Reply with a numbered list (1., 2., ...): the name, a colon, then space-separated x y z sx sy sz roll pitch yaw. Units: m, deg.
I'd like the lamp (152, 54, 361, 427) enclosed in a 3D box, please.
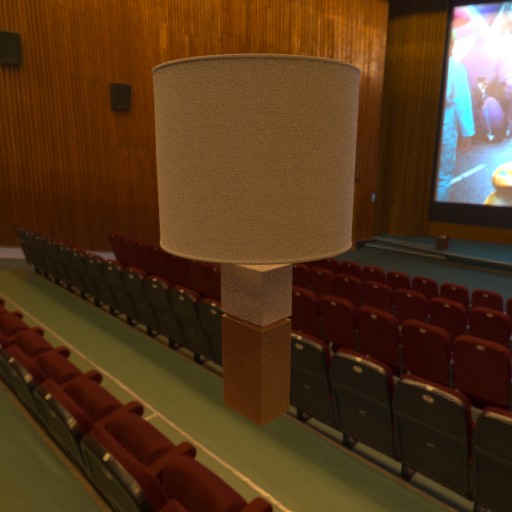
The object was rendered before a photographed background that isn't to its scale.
1. lamp: 0.000 0.000 0.545 0.229 0.417 0.229 13 19 43
